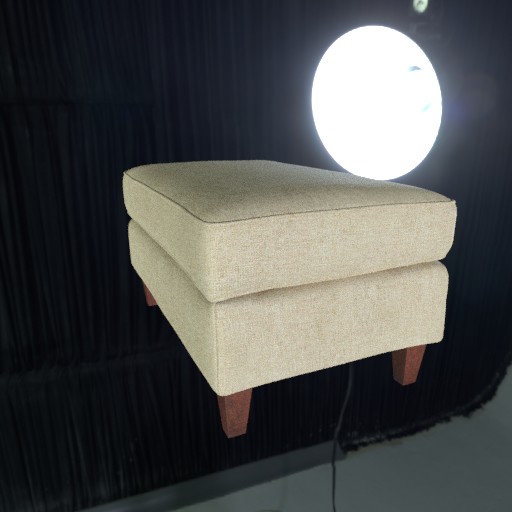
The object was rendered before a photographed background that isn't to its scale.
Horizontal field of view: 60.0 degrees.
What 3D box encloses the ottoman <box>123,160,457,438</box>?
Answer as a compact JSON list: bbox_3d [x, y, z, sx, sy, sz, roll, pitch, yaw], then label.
[{"bbox_3d":[0.000,0.000,1.237,0.583,0.484,0.862,-8,18,-24],"label":"ottoman"}]
